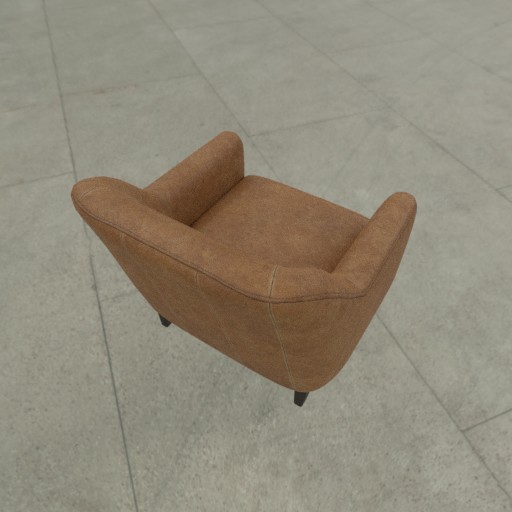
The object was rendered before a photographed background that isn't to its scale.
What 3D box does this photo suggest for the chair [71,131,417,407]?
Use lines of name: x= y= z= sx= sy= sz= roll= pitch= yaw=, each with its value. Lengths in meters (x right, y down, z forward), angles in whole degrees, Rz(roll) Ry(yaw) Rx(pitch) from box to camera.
chair: x=0.000 y=0.000 z=1.884 sx=1.037 sy=0.980 sz=1.034 roll=25 pitch=51 yaw=22
